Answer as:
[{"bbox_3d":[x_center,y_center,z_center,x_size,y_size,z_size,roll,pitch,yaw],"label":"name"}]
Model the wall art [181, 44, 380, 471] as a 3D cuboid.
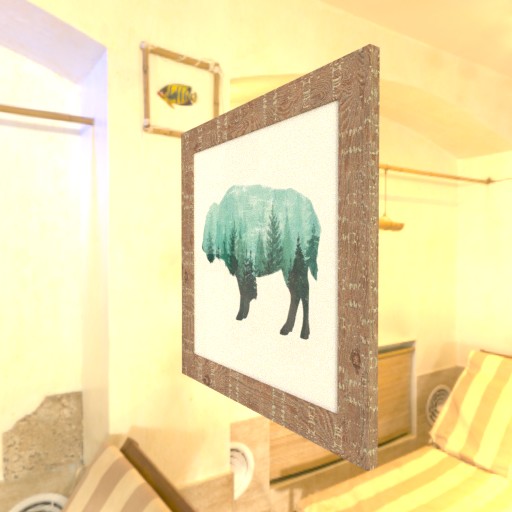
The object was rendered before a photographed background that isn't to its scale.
[{"bbox_3d":[0.000,0.000,0.555,0.022,0.380,0.380,-1,1,-35],"label":"wall art"}]
